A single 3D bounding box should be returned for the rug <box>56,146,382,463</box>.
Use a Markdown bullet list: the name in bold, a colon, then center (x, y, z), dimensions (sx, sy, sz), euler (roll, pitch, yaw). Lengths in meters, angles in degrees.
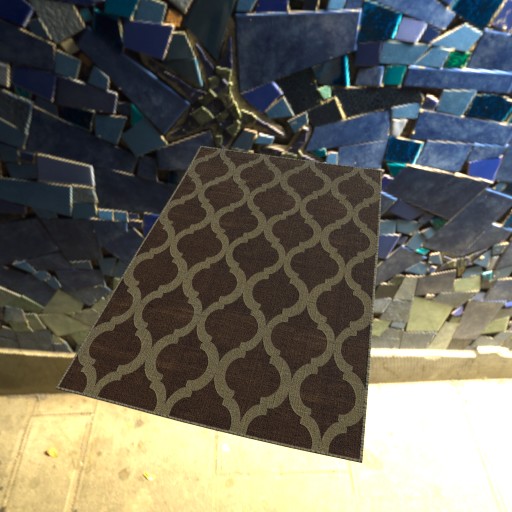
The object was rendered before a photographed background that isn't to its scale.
- **rug**: center (0.000, 0.000, 2.849), dimensions (1.522, 0.008, 2.284), euler (10, 47, 9)
